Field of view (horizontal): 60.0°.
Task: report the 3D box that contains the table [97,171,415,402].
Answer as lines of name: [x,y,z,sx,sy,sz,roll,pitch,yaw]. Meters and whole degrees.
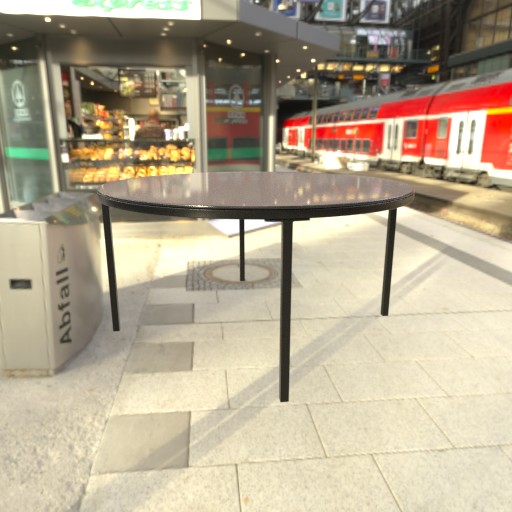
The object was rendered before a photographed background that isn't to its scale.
table: [0.000,0.000,1.229,0.800,0.400,0.800,0,15,0]
